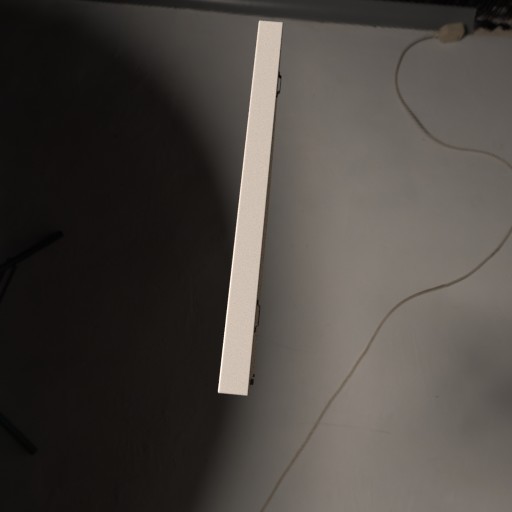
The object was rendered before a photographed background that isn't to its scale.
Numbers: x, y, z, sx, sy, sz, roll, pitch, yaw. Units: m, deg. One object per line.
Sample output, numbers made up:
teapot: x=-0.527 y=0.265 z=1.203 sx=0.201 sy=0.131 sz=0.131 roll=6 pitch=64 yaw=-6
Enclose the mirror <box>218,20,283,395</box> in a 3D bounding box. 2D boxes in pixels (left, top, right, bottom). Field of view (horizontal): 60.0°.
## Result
mirror: x=0.000 y=0.000 z=0.910 sx=0.039 sy=0.710 sz=0.507 roll=5 pitch=76 yaw=1
